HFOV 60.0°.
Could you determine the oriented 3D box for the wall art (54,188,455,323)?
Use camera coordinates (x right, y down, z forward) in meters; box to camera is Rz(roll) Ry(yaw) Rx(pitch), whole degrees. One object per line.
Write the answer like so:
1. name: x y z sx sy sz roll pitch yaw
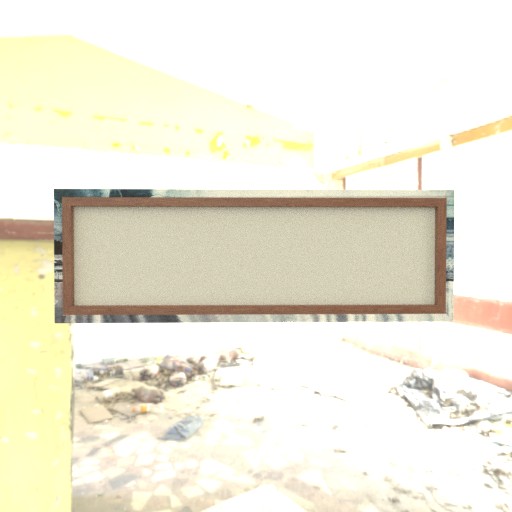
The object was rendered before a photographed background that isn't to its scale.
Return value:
1. wall art: 0.000 0.000 1.706 1.524 0.509 0.037 0 1 -1
